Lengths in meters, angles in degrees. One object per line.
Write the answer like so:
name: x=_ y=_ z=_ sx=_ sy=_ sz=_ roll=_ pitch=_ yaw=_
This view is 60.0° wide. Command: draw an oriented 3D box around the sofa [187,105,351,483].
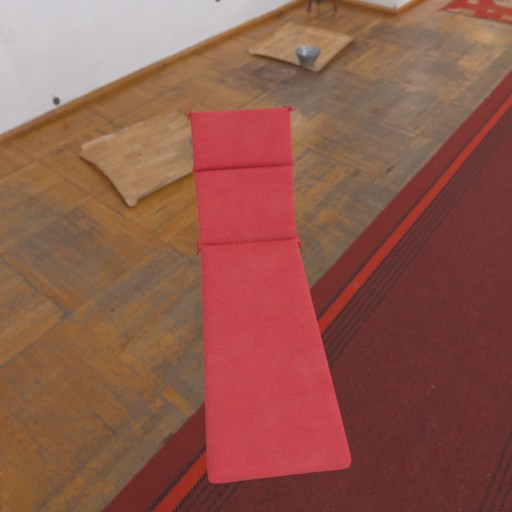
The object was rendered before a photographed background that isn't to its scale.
sofa: x=0.000 y=0.000 z=1.963 sx=0.582 sy=0.622 sz=1.663 roll=-4 pitch=46 yaw=-4
